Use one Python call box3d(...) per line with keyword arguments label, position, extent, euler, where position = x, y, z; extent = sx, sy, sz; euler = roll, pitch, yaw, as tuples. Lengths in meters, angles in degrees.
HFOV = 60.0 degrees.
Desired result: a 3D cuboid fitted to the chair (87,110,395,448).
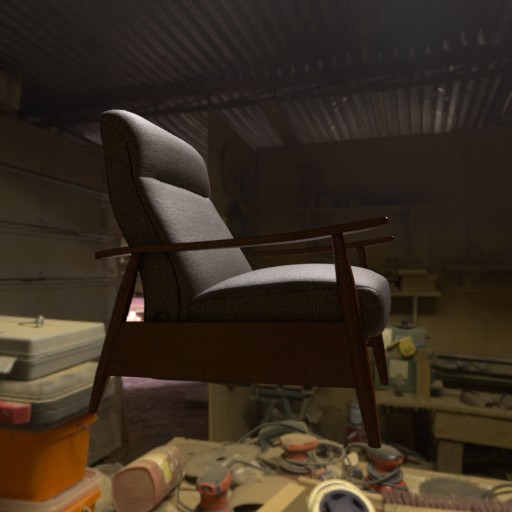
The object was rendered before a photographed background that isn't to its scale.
box3d(label="chair", position=(0.000, 0.000, 1.718), extent=(1.014, 1.081, 0.762), euler=(-1, -2, 18))
